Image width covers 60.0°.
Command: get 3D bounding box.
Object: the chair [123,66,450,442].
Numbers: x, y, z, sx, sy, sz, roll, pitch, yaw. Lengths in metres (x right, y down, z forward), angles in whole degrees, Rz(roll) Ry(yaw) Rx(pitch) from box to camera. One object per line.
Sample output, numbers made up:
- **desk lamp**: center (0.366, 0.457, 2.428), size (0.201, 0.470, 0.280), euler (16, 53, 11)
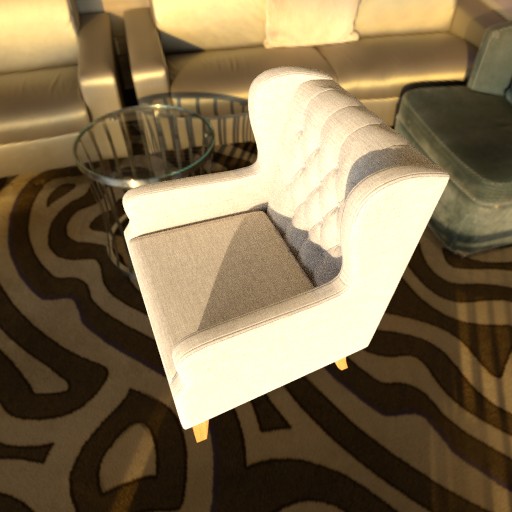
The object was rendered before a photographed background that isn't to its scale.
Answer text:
- **chair**: center (0.000, 0.000, 1.455), size (0.760, 0.930, 0.710), euler (-17, 48, -15)
